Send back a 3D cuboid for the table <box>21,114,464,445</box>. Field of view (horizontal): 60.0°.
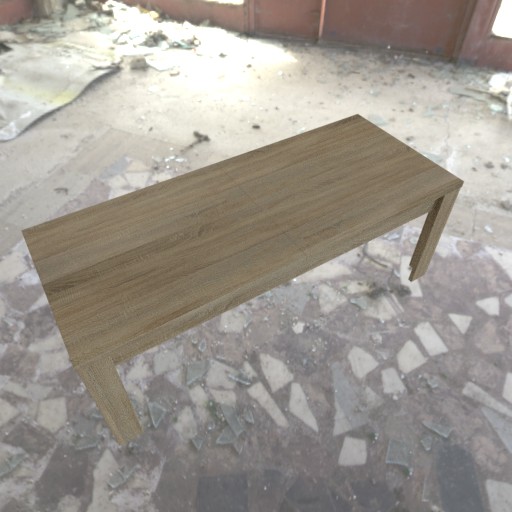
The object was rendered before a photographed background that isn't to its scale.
[{"bbox_3d":[0.000,0.000,2.636,2.200,0.790,0.900,-24,51,-22],"label":"table"}]
